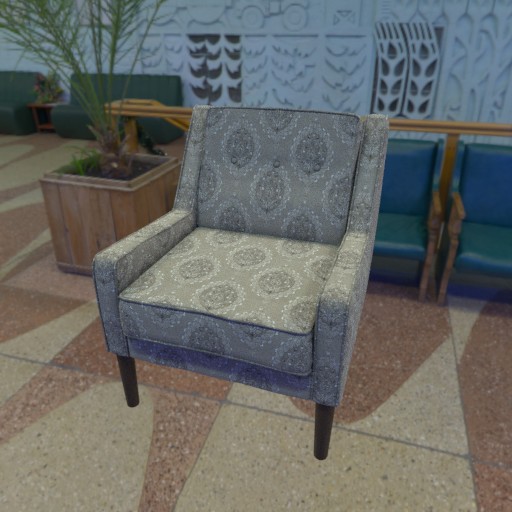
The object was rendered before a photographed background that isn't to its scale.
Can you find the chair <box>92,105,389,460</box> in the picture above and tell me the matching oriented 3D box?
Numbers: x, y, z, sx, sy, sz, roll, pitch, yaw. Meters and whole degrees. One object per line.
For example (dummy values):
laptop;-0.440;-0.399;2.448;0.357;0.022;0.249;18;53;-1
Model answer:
chair;0.000;0.000;1.342;0.665;0.797;0.750;9;28;17
